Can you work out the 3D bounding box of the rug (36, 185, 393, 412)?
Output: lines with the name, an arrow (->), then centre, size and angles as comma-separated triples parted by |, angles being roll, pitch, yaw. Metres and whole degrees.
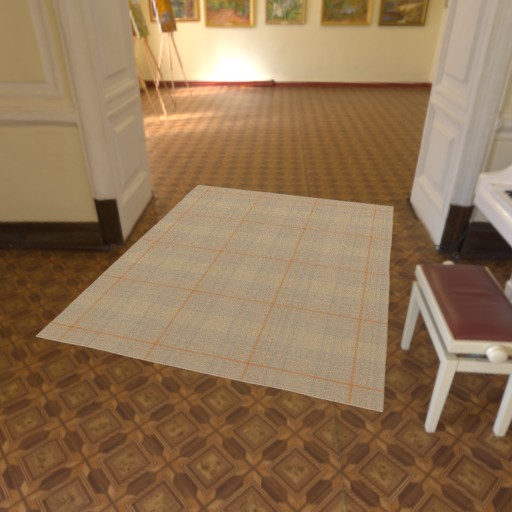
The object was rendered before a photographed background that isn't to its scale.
rug -> 0.000, 0.000, 4.172 | 2.448, 0.021, 3.051 | 8, 32, 14
